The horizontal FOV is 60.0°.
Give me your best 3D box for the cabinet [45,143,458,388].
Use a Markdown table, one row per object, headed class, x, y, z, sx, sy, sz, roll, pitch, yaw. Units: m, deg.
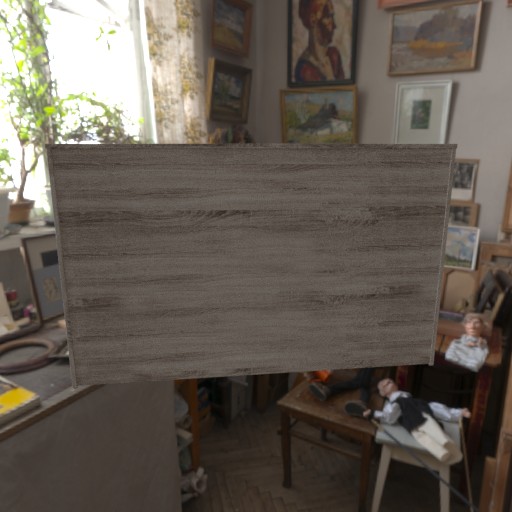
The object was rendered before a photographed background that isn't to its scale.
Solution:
| class | x | y | z | sx | sy | sz | roll | pitch | yaw |
| --- | --- | --- | --- | --- | --- | --- | --- | --- | --- |
| cabinet | 0.000 | 0.000 | 1.837 | 1.450 | 0.900 | 0.380 | -2 | 14 | -7 |
